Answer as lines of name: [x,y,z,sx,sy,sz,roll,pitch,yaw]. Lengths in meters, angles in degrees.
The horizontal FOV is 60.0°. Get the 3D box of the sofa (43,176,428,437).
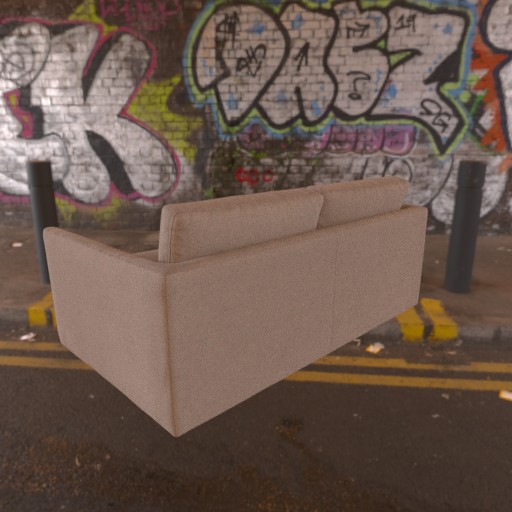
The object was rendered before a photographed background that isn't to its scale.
sofa: [0.000,0.000,2.500,1.905,0.839,1.091,-15,21,-42]
